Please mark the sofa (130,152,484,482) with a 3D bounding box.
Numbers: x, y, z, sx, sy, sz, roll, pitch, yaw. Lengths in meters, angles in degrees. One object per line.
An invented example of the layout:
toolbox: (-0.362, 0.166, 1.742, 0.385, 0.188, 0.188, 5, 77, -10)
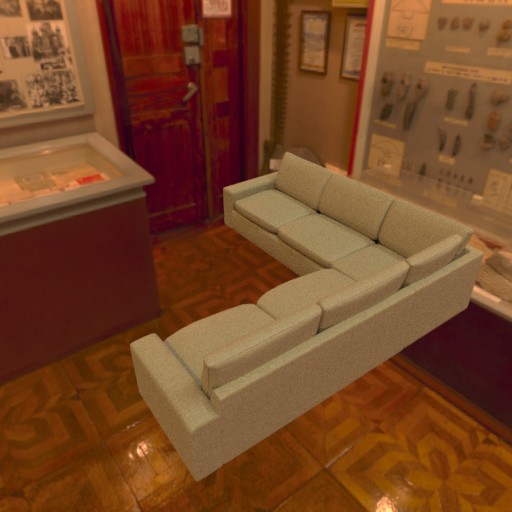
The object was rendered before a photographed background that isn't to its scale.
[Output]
sofa: (0.000, 0.000, 3.925, 2.742, 0.800, 2.622, -21, 37, -30)
